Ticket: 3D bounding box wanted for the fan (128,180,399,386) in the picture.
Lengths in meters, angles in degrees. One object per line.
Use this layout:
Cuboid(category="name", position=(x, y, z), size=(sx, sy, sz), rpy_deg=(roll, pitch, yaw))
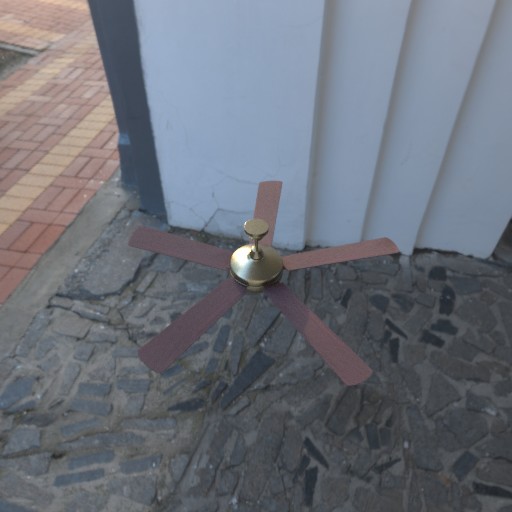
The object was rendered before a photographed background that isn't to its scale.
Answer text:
Cuboid(category="fan", position=(0.000, 0.000, 2.017), size=(1.321, 0.356, 1.321), rpy_deg=(23, 49, 21))
